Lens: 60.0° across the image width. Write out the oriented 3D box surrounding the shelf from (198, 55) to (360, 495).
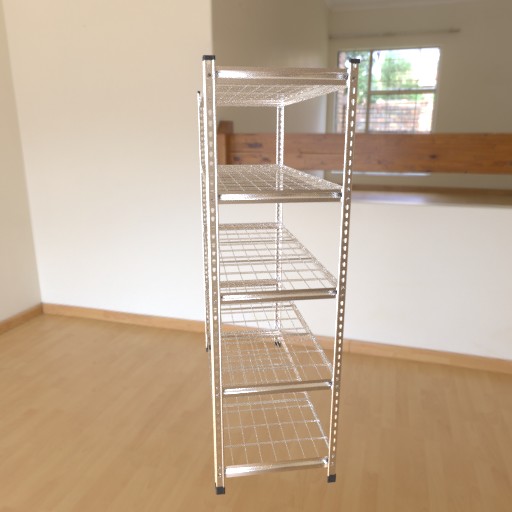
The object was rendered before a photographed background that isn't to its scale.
[{"bbox_3d":[0.000,0.000,2.665,0.610,1.981,1.524,-2,16,-8],"label":"shelf"}]
